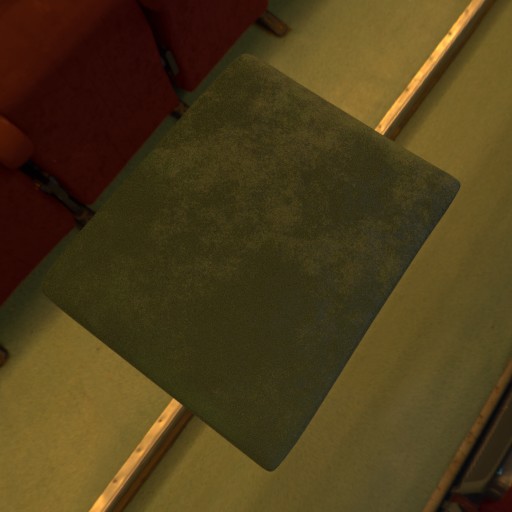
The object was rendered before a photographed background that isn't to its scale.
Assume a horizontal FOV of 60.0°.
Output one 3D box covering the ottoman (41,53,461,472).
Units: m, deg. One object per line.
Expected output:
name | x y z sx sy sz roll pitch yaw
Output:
ottoman | 0.000 0.000 1.274 0.701 0.538 0.839 35 78 9
